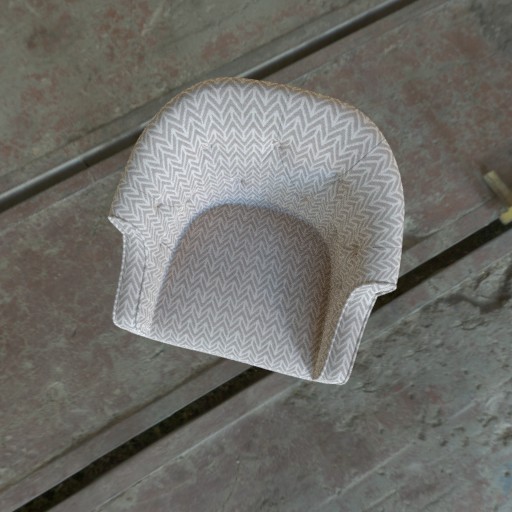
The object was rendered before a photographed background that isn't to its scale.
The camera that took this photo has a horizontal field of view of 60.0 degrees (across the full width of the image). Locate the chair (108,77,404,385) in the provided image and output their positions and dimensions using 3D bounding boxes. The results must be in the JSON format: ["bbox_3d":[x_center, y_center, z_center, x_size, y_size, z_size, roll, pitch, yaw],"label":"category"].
[{"bbox_3d":[0.000,0.000,1.305,0.686,0.858,0.613,14,76,4],"label":"chair"}]
